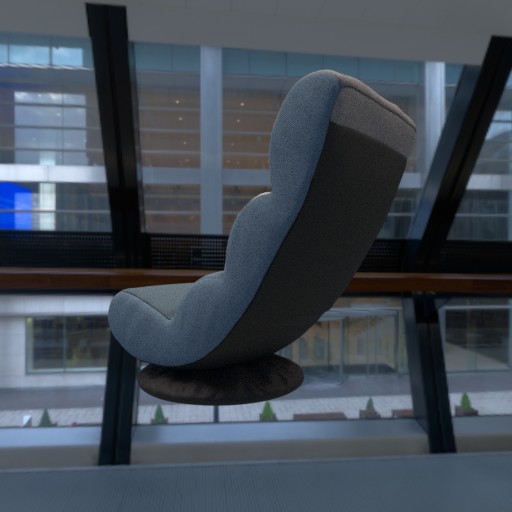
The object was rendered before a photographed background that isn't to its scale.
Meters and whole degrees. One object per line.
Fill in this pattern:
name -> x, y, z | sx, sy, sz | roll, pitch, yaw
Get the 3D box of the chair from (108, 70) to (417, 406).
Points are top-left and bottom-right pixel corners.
chair -> 0.000, 0.000, 1.061 | 0.661, 0.641, 0.420 | 0, 0, 38
